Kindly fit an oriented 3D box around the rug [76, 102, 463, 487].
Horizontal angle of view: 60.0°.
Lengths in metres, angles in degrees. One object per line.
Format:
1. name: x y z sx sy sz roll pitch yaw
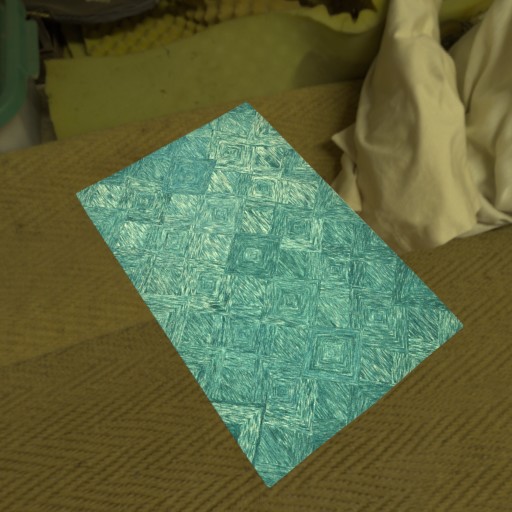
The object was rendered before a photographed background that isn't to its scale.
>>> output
1. rug: 0.000 0.000 2.201 1.136 0.017 1.728 -33 68 -15
